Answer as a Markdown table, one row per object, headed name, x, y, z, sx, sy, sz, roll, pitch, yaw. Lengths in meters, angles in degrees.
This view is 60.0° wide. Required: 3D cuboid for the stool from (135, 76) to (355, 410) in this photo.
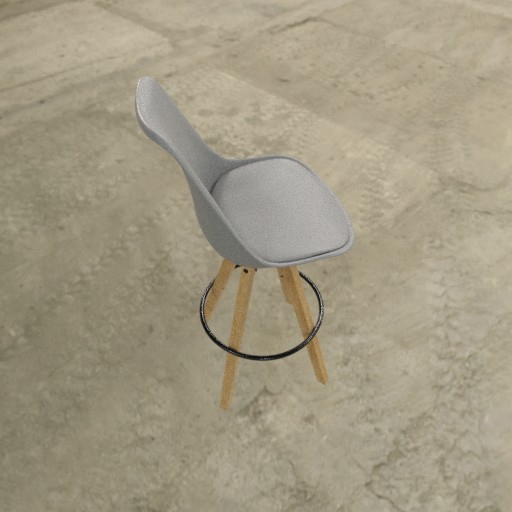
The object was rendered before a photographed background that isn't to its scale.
| name | x | y | z | sx | sy | sz | roll | pitch | yaw |
| --- | --- | --- | --- | --- | --- | --- | --- | --- | --- |
| stool | 0.000 | 0.000 | 1.417 | 0.550 | 1.115 | 0.485 | -11 | 48 | -10 |
